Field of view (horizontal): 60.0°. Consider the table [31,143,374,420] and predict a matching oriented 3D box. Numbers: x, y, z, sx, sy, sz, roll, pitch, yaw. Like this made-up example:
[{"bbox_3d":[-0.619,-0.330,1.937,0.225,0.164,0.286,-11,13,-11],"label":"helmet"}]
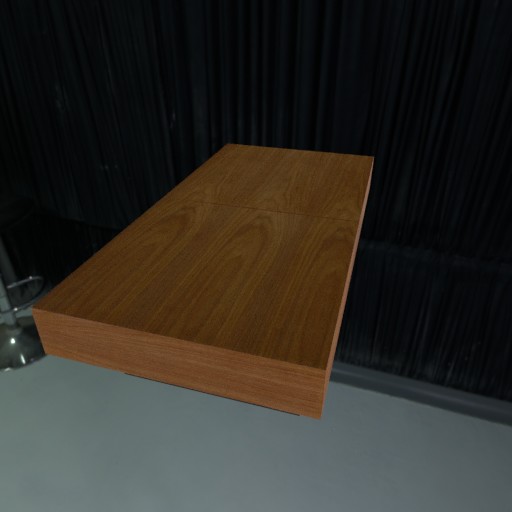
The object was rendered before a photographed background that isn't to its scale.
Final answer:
[{"bbox_3d":[0.000,0.000,1.411,0.610,0.330,1.194,9,32,14],"label":"table"}]
